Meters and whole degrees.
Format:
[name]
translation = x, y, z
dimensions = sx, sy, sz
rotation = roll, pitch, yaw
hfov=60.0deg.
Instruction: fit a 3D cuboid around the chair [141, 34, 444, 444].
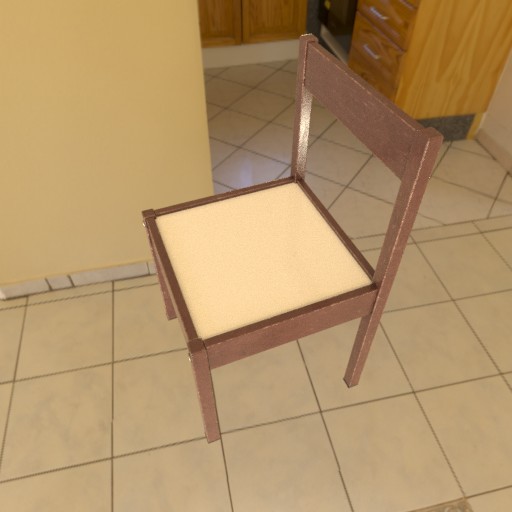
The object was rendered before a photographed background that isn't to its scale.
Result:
[chair]
translation = 0.000, 0.000, 0.668
dimensions = 0.285, 0.505, 0.285
rotation = -16, 49, -15
